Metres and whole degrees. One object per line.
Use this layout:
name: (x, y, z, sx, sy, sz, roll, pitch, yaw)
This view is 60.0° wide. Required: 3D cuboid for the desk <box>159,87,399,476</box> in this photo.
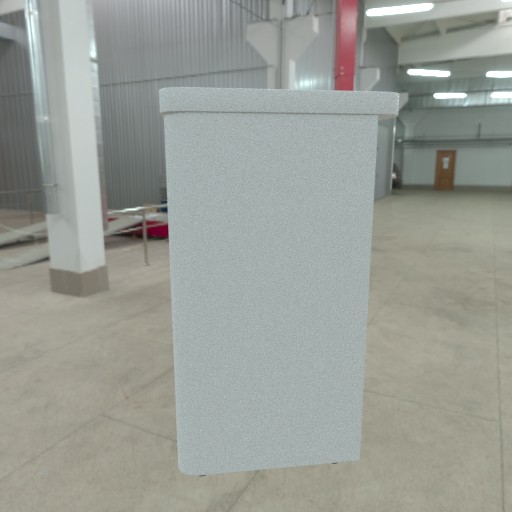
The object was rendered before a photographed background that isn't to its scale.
desk: (0.000, 0.000, 1.236, 0.446, 0.760, 0.790, -2, 12, -8)
